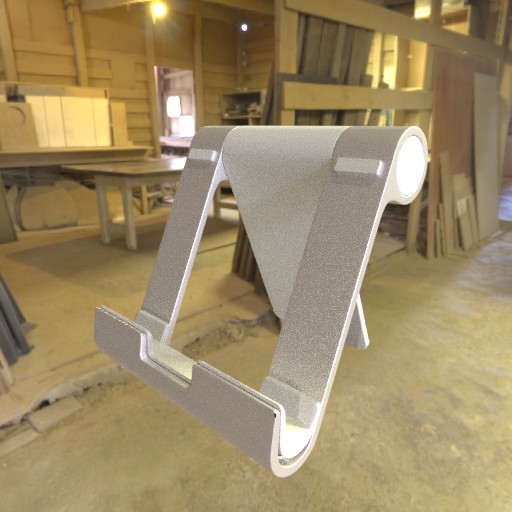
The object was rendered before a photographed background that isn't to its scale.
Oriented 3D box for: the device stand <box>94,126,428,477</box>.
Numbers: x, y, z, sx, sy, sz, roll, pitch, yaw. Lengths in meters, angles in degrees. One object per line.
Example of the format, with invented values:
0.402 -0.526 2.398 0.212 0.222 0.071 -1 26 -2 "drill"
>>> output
0.000 0.000 0.149 0.086 0.084 0.079 16 23 42 "device stand"
